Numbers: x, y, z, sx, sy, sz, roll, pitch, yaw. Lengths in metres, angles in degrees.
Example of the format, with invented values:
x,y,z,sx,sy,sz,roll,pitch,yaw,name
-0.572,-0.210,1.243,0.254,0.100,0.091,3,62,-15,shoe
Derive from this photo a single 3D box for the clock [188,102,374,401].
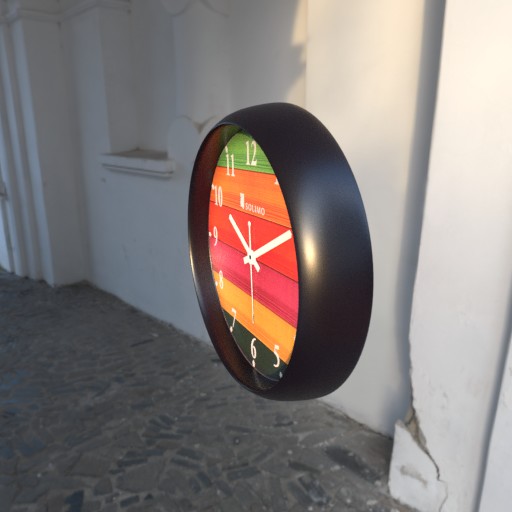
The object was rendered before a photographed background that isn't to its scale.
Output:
x,y,z,sx,sy,sz,roll,pitch,yaw,name
0.000,0.000,0.456,0.060,0.300,0.300,-8,18,-25,clock
